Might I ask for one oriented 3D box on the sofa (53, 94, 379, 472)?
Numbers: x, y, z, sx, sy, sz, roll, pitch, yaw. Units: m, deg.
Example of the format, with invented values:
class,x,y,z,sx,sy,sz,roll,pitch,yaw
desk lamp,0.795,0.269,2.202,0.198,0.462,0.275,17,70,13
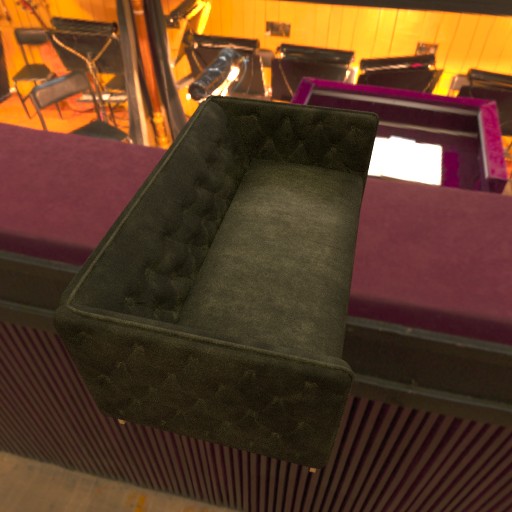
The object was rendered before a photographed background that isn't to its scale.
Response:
class,x,y,z,sx,sy,sz,roll,pitch,yaw
sofa,0.000,0.000,1.985,0.895,0.768,1.537,10,46,10
